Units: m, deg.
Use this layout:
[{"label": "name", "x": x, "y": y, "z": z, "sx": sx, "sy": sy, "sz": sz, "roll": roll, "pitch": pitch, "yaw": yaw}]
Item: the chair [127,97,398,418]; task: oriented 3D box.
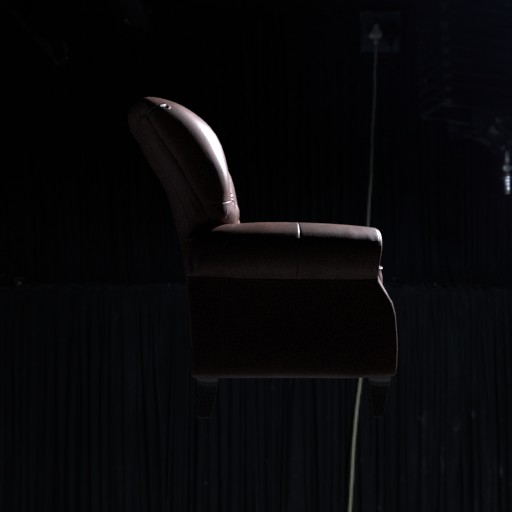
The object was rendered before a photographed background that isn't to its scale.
[{"label": "chair", "x": 0.000, "y": 0.000, "z": 1.954, "sx": 1.031, "sy": 1.162, "sz": 0.979, "roll": 0, "pitch": -1, "yaw": 0}]
